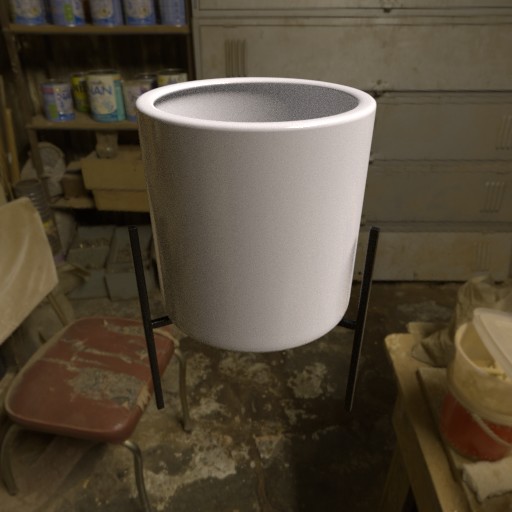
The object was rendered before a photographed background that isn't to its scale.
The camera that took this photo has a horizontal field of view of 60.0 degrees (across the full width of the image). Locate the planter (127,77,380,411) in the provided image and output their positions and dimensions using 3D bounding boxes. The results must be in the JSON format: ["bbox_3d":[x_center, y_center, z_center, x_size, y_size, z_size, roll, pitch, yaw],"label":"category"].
[{"bbox_3d":[0.000,0.000,0.508,0.239,0.356,0.239,1,31,2],"label":"planter"}]
